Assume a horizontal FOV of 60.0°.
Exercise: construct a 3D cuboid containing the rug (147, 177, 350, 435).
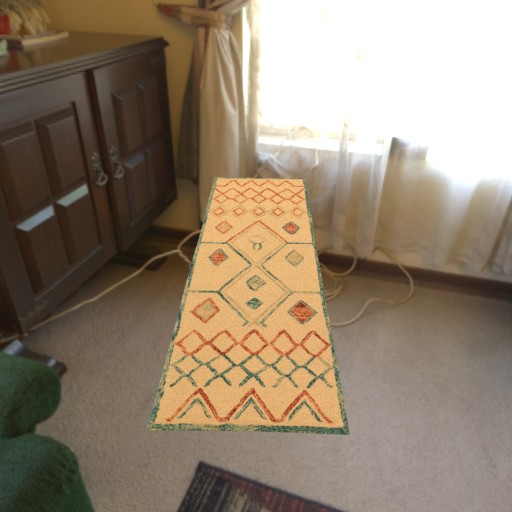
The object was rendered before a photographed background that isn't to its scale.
[{"bbox_3d":[0.000,0.000,2.662,0.750,0.011,2.435,1,32,1],"label":"rug"}]
